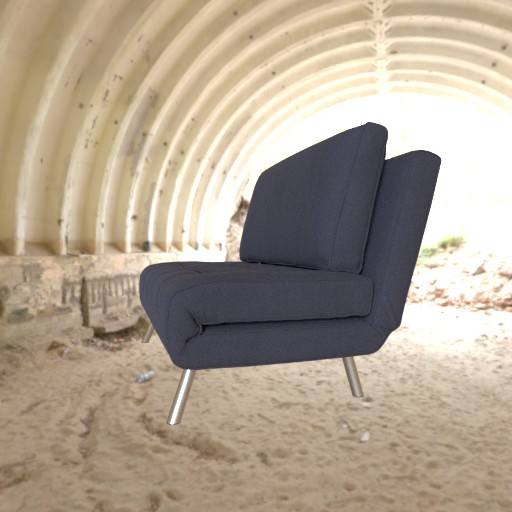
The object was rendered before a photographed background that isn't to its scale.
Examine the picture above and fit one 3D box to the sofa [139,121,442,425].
[{"bbox_3d":[0.000,0.000,1.888,0.910,0.910,1.220,0,1,-18],"label":"sofa"}]
